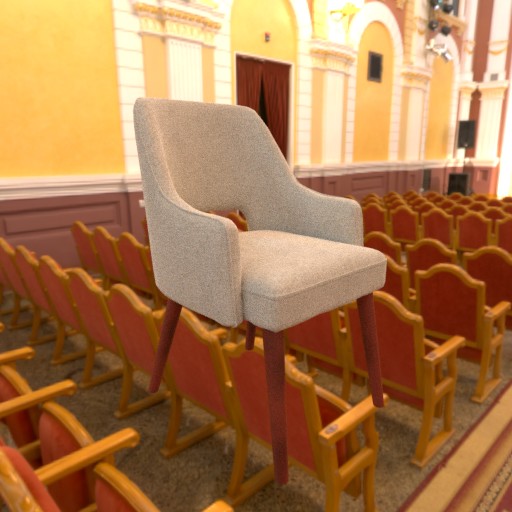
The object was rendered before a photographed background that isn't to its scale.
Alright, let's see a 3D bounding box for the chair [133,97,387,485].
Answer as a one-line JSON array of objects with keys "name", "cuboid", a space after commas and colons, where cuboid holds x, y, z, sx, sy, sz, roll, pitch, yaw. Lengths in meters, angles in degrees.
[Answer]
[{"name": "chair", "cuboid": [0.000, 0.000, 1.219, 0.605, 0.849, 0.548, 13, 19, 43]}]
